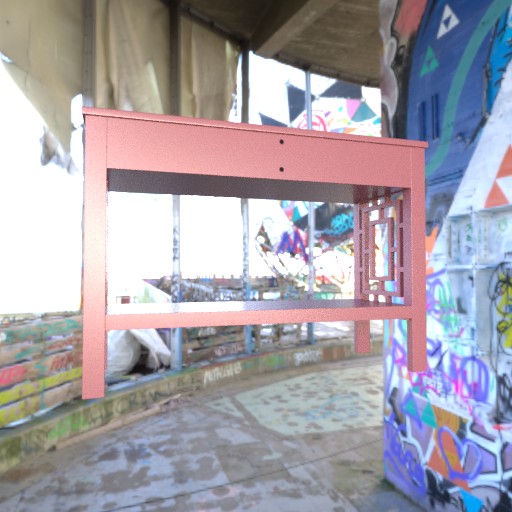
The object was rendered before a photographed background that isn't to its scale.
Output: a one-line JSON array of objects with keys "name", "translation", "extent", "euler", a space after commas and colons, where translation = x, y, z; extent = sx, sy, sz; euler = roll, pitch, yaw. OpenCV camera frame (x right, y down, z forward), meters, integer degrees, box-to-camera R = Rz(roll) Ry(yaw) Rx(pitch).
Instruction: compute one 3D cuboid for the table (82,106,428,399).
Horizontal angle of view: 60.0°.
[{"name": "table", "translation": [0.000, 0.000, 1.481], "extent": [1.068, 0.753, 0.397], "euler": [1, -2, -17]}]
